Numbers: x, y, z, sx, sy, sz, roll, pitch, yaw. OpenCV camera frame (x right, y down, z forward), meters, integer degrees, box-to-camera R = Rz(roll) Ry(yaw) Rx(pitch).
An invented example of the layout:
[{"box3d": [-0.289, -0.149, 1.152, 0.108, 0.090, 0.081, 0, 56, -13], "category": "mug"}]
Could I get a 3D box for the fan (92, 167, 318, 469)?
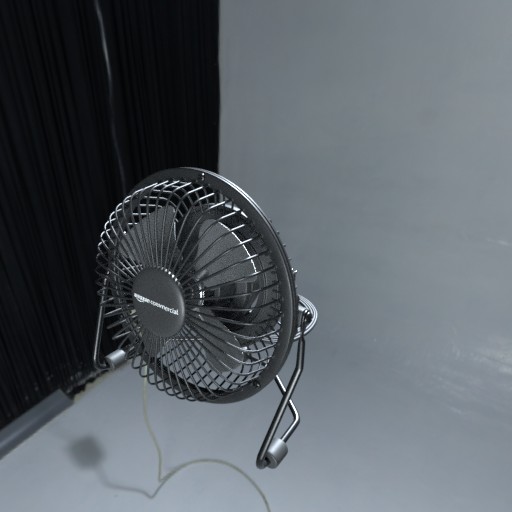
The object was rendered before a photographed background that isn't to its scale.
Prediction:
[{"box3d": [0.000, 0.000, 0.307, 0.153, 0.152, 0.202, 18, 34, 30], "category": "fan"}]
